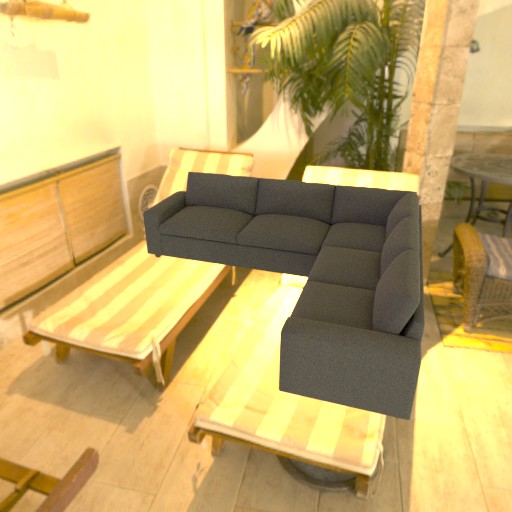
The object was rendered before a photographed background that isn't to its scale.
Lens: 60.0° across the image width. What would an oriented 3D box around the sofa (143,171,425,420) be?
[{"bbox_3d":[0.000,0.000,4.708,3.277,0.965,2.895,8,27,16],"label":"sofa"}]
